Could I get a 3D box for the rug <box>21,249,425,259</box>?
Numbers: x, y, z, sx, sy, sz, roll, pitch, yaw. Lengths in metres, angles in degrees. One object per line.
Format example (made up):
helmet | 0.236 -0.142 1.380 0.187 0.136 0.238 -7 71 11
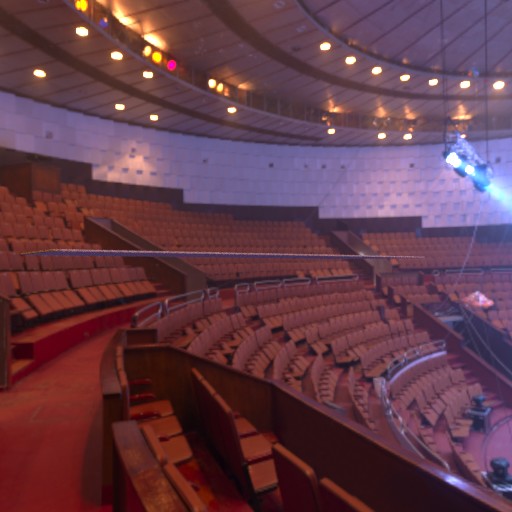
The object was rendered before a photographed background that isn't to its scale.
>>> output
rug | 0.000 0.000 2.504 2.277 0.008 0.676 1 -2 -37
